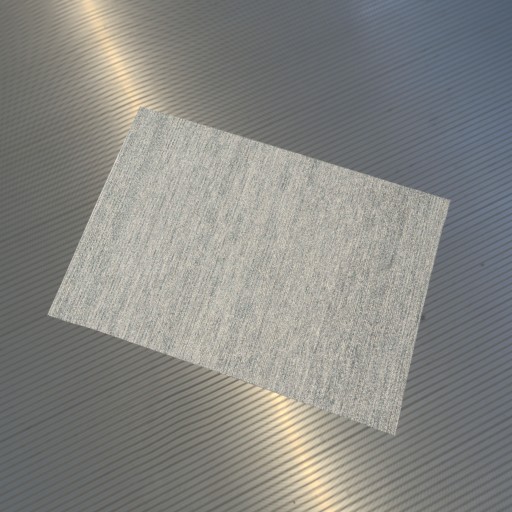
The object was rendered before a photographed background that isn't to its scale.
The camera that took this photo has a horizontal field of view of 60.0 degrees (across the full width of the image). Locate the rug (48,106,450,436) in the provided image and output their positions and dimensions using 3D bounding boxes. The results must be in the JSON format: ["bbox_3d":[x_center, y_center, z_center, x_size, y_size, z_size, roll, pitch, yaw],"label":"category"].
[{"bbox_3d":[0.000,0.000,2.981,2.338,0.030,1.616,18,77,4],"label":"rug"}]
